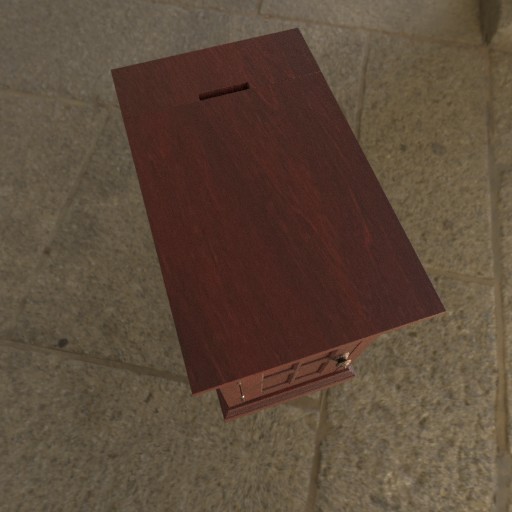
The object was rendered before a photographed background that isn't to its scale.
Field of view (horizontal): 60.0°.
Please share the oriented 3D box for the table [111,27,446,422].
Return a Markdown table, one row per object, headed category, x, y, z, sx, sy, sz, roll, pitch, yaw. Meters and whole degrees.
| category | x | y | z | sx | sy | sz | roll | pitch | yaw |
| --- | --- | --- | --- | --- | --- | --- | --- | --- | --- |
| table | 0.000 | 0.000 | 0.972 | 0.356 | 0.612 | 0.584 | -16 | 66 | -7 |
